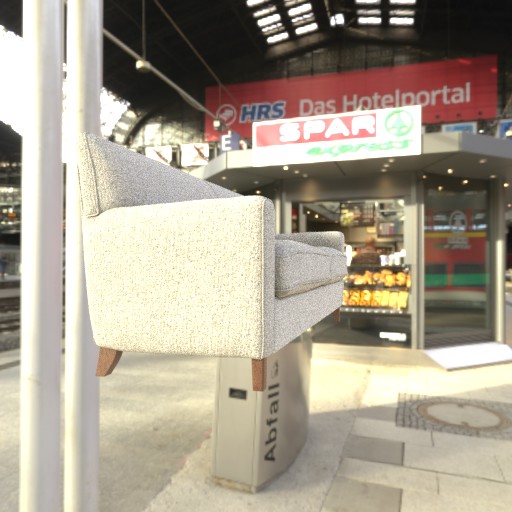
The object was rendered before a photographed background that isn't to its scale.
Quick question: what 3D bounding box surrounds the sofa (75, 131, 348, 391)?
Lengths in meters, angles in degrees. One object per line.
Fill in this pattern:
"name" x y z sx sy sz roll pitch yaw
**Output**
"sofa" 0.000 0.000 2.504 0.854 0.942 2.026 0 -1 18
